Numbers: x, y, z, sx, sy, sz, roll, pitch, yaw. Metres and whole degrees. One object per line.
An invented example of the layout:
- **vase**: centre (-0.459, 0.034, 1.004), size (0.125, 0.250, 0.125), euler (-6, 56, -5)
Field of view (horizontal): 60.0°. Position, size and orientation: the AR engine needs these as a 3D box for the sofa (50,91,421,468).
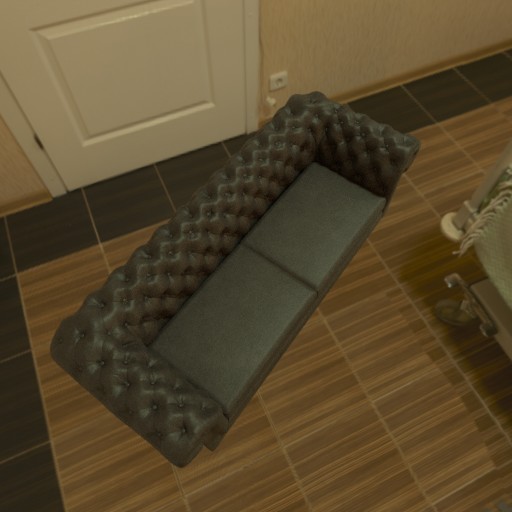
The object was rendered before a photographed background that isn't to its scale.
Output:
- **sofa**: centre (0.000, 0.000, 2.766), size (0.944, 0.783, 2.385), euler (32, 64, 18)
